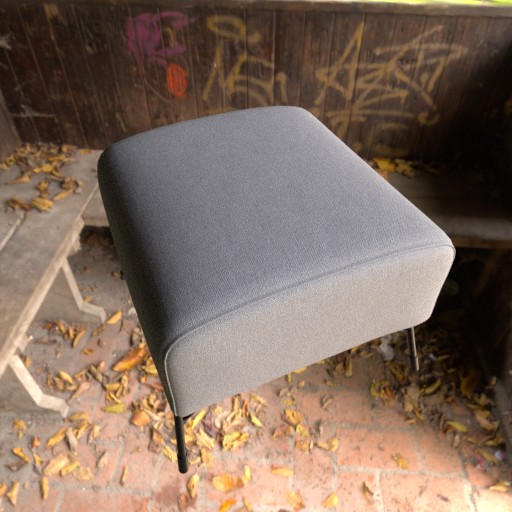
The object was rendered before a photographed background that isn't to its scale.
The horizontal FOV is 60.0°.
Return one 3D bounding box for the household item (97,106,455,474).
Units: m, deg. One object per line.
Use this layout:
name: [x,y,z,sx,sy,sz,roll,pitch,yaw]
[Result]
household item: [0.000,0.000,0.895,0.530,0.410,0.530,-17,47,-17]
